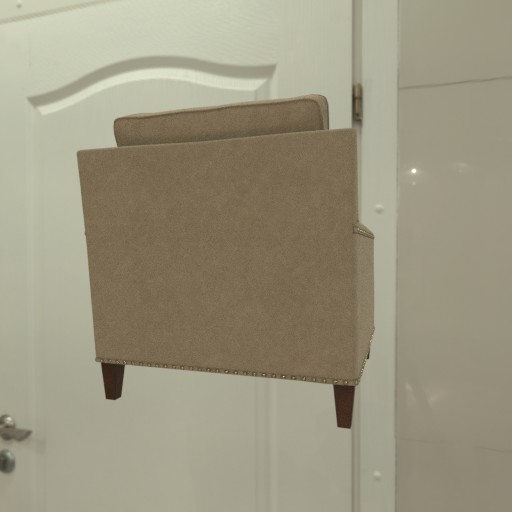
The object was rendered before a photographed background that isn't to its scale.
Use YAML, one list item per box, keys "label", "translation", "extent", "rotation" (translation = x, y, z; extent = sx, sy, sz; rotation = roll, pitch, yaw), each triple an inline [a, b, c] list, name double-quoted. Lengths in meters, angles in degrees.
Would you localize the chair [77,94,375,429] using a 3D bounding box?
- label: "chair"
  translation: [0.000, 0.000, 1.714]
  extent: [0.853, 0.943, 1.014]
  rotation: [0, 1, 18]
